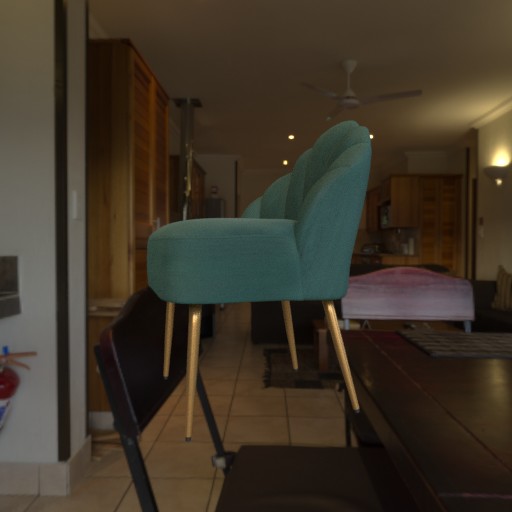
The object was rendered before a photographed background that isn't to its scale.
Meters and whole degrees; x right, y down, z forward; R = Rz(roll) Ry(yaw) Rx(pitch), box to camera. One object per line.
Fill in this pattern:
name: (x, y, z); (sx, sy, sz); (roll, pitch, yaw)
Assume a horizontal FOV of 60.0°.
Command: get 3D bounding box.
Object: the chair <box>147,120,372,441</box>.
chair: (0.000, 0.000, 1.293); (0.599, 0.819, 0.657); (0, 1, -17)
